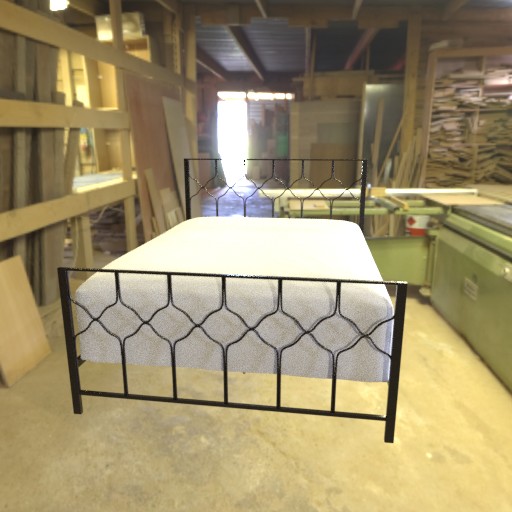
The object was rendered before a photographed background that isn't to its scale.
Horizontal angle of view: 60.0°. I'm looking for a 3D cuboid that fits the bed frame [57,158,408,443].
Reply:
[{"bbox_3d":[0.000,0.000,3.013,1.597,1.222,2.063,2,14,8],"label":"bed frame"}]
